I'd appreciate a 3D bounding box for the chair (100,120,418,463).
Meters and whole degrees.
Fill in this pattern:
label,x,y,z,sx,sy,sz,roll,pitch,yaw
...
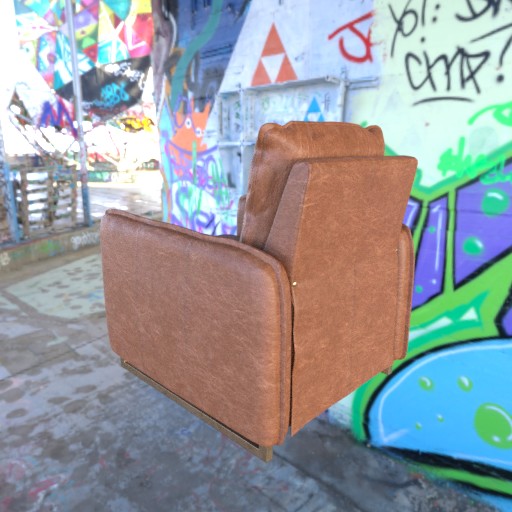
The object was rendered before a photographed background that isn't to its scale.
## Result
label,x,y,z,sx,sy,sz,roll,pitch,yaw
chair,0.000,0.000,1.625,0.922,0.922,0.830,13,19,43
